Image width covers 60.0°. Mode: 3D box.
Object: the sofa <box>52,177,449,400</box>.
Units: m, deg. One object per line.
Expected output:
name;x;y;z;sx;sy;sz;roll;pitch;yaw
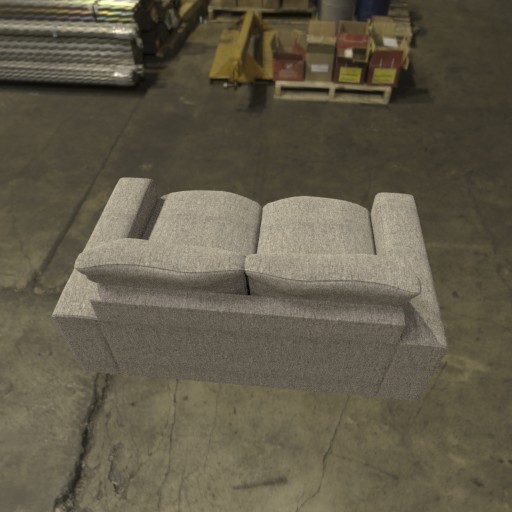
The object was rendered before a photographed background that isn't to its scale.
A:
sofa;0.000;0.000;2.378;1.758;0.877;1.094;4;47;4
